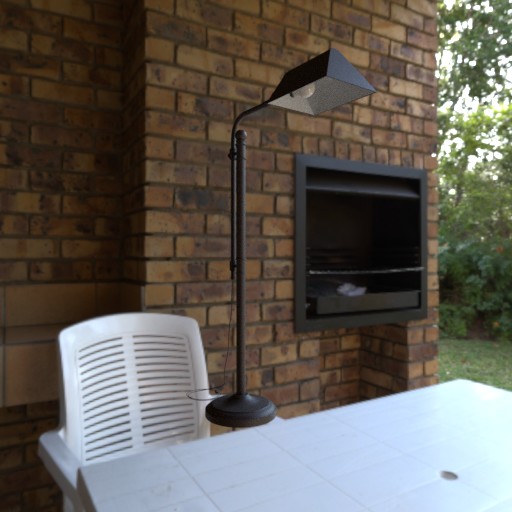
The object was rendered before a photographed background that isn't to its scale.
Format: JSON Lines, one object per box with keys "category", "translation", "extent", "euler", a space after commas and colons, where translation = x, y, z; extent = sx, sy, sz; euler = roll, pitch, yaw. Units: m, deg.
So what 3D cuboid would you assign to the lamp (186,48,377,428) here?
{"category": "lamp", "translation": [0.000, 0.000, 0.944], "extent": [0.159, 0.708, 0.545], "euler": [0, 0, -35]}
